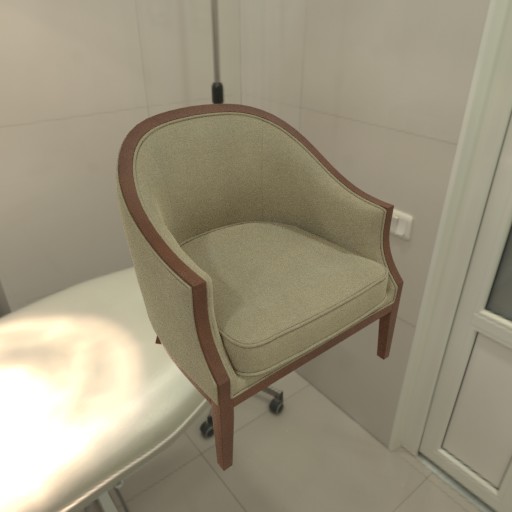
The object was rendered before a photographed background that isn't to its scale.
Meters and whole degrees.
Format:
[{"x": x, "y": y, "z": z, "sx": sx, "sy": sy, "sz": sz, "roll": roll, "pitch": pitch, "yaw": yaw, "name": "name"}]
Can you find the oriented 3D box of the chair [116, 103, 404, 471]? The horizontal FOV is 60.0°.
[{"x": 0.000, "y": 0.000, "z": 1.506, "sx": 0.803, "sy": 0.876, "sz": 0.735, "roll": -22, "pitch": 36, "yaw": -33, "name": "chair"}]
